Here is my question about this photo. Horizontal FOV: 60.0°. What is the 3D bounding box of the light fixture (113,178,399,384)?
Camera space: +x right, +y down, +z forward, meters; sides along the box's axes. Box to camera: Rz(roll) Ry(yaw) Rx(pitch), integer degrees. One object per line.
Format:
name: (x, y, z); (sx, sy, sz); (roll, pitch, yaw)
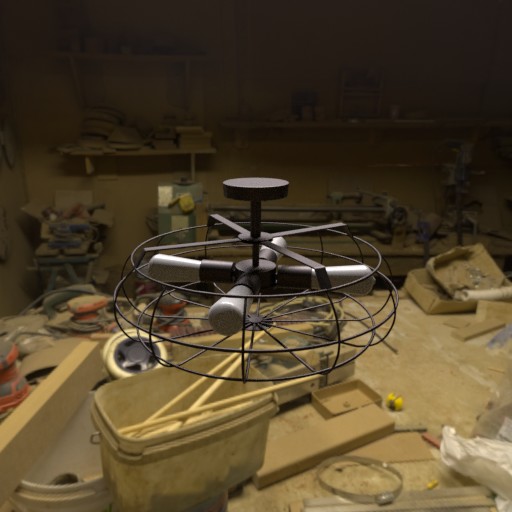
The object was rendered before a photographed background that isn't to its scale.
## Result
light fixture: (0.000, 0.000, 0.928); (0.582, 0.311, 0.582); (0, 16, 0)
